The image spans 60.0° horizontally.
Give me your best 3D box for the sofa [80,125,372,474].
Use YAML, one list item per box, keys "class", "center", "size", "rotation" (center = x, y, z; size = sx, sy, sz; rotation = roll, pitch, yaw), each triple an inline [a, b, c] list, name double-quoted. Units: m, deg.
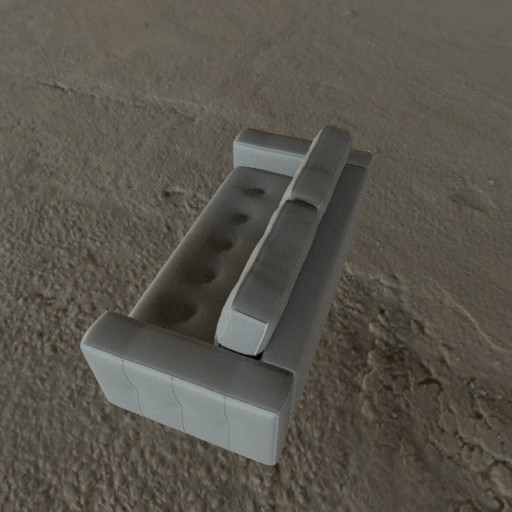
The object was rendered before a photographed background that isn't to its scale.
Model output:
- class: "sofa"
  center: [0.000, 0.000, 2.258]
  size: [0.833, 0.893, 1.726]
  rotation: [15, 48, 14]
